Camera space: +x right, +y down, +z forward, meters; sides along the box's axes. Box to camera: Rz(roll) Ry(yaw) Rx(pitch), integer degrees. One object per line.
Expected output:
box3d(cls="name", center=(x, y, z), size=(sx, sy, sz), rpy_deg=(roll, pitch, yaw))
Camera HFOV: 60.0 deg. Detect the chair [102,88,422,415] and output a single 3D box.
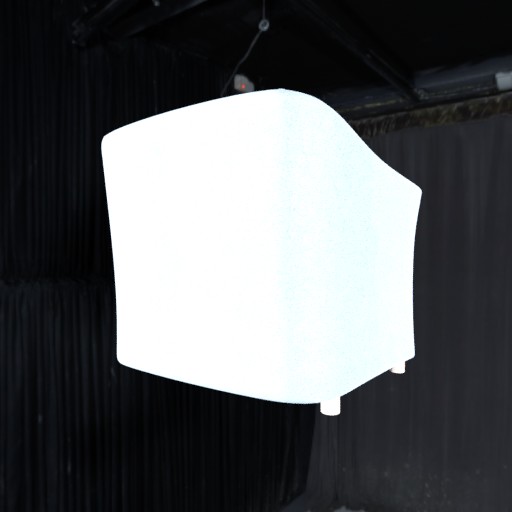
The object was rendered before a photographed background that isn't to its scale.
box3d(cls="chair", center=(0.000, 0.000, 1.350), size=(0.790, 0.720, 0.700), rpy_deg=(0, 0, 37))
